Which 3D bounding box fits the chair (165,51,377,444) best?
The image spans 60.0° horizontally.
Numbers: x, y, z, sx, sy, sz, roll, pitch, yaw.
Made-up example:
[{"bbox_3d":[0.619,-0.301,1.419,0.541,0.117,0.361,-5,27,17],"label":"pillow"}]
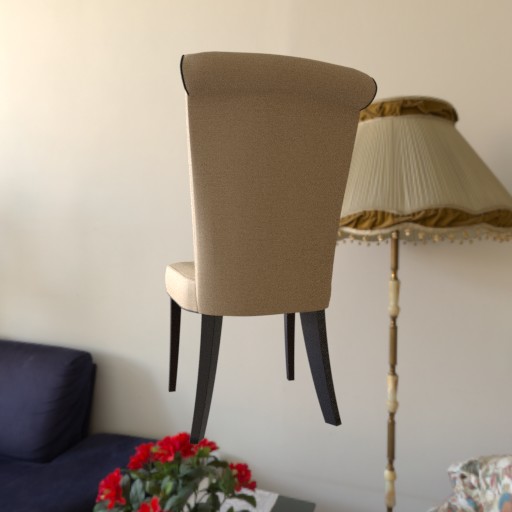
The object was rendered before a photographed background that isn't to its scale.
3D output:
[{"bbox_3d":[0.000,0.000,1.370,0.522,0.997,0.623,-1,2,-16],"label":"chair"}]
